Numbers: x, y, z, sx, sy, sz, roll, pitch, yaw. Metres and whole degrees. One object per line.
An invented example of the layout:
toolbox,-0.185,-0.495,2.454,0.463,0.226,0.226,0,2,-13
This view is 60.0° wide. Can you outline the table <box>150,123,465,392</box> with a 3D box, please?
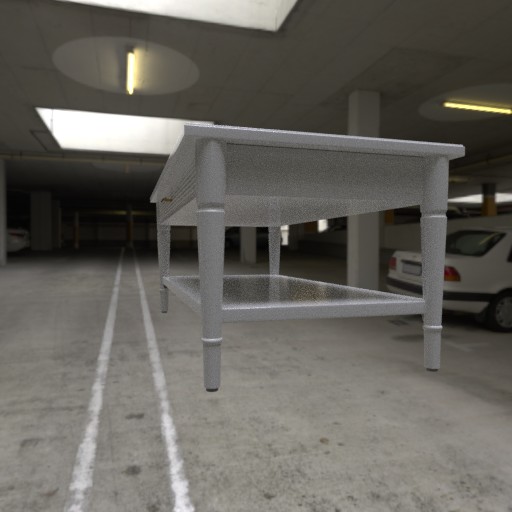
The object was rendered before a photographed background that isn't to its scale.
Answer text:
table,0.000,0.000,1.323,0.559,0.457,1.067,0,1,-16
